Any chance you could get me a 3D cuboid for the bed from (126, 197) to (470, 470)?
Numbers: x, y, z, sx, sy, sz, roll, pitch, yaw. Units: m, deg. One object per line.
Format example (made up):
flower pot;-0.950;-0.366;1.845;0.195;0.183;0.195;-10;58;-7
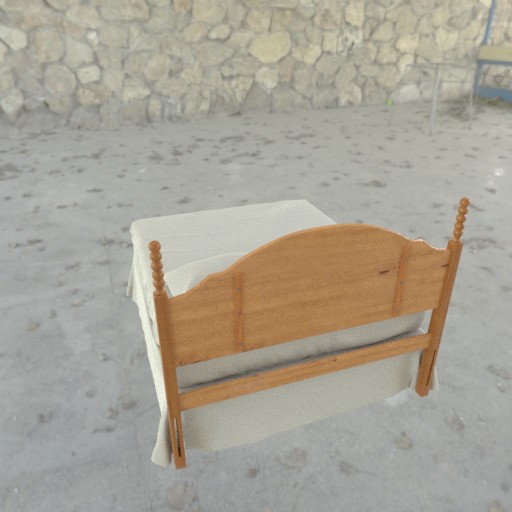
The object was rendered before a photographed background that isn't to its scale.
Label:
bed;0.000;0.000;3.190;1.873;1.356;2.040;-9;28;-17
